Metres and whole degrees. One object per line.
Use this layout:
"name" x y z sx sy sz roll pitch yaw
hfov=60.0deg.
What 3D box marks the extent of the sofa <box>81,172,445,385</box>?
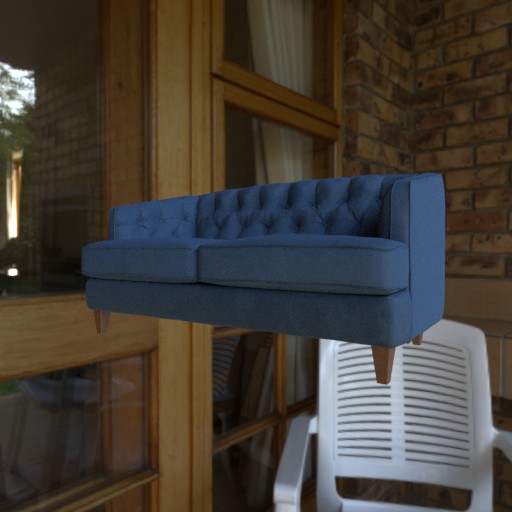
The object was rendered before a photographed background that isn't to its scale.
"sofa" 0.000 0.000 2.267 1.733 0.854 0.941 1 1 35
